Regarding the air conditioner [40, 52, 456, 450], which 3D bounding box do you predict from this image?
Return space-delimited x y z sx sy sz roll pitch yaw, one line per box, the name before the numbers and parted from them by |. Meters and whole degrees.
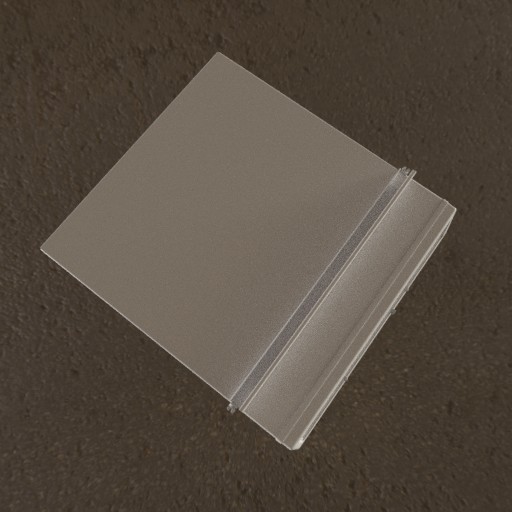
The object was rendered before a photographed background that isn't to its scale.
air conditioner | 0.000 0.000 0.904 0.546 0.388 0.503 36 79 9
